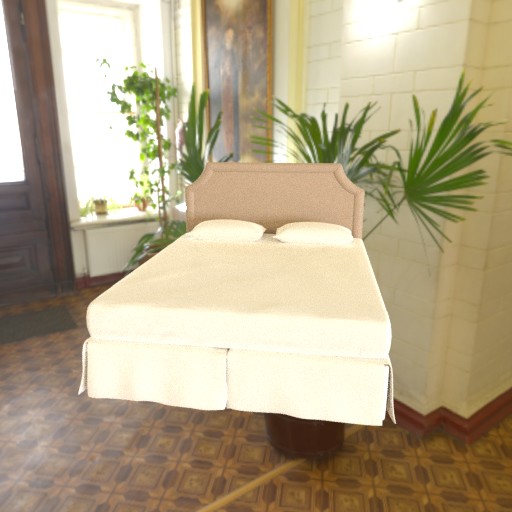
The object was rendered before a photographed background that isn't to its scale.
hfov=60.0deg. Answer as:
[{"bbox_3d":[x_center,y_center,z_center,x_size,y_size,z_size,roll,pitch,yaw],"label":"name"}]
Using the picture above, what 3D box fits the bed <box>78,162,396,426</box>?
[{"bbox_3d":[0.000,0.000,4.271,2.350,1.590,2.773,2,16,8],"label":"bed"}]
